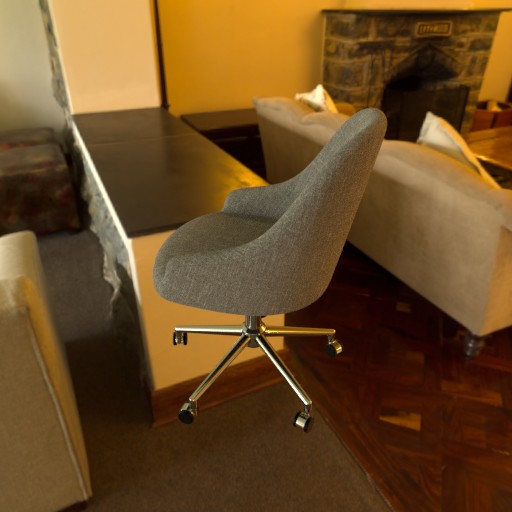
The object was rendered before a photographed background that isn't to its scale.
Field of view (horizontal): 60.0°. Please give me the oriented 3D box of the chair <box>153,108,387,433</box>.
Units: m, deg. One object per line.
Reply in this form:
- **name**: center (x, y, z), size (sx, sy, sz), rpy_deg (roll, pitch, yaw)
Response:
- **chair**: center (0.000, 0.000, 1.468), size (0.712, 0.950, 0.671), rpy_deg (8, 31, 14)
